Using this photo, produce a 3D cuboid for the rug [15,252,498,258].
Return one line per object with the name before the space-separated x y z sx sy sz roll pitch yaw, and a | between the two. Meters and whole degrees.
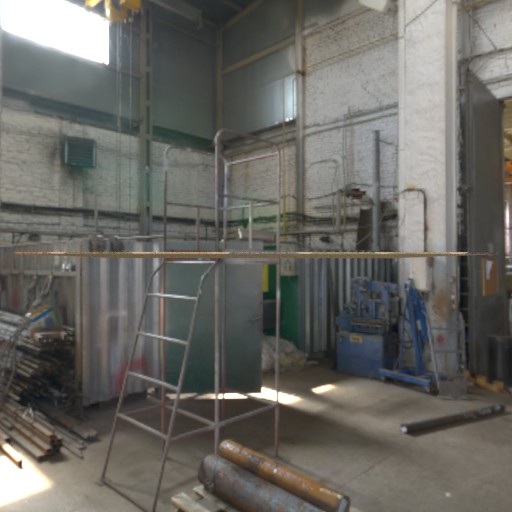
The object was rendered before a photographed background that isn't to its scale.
rug | 0.000 0.000 2.282 1.828 0.006 1.216 0 -1 -1
